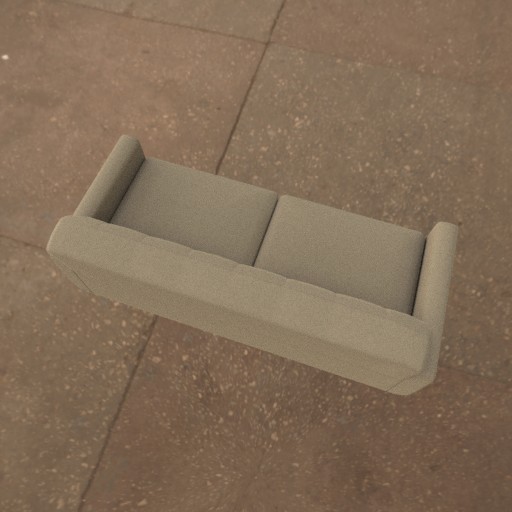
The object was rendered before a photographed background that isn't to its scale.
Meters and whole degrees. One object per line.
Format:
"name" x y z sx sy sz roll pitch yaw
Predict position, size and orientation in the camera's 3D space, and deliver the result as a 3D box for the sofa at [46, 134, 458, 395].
"sofa" 0.000 0.000 2.620 2.137 0.892 0.980 17 65 8
